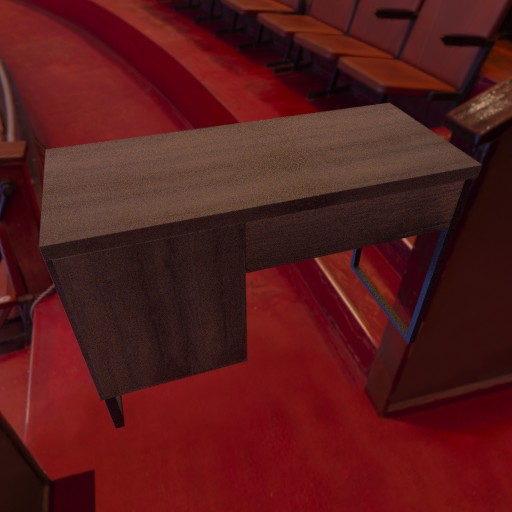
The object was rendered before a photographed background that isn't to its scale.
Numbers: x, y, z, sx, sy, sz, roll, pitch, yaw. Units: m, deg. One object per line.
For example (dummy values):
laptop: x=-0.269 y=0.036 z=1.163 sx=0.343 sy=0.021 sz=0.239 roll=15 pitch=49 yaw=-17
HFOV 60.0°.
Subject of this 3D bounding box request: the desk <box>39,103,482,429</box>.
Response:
desk: x=0.000 y=0.000 z=1.498 sx=1.134 sy=0.752 sz=0.511 roll=-12 pitch=41 yaw=-14
